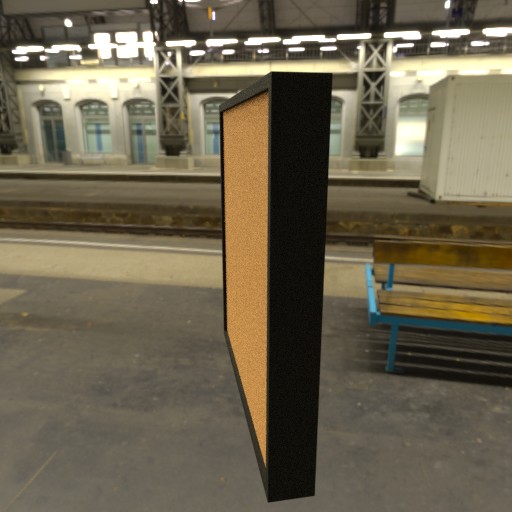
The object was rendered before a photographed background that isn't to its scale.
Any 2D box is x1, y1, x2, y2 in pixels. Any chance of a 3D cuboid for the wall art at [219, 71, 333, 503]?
[{"bbox_3d":[0.000,0.000,0.444,0.037,0.305,0.305,-3,15,-10],"label":"wall art"}]
